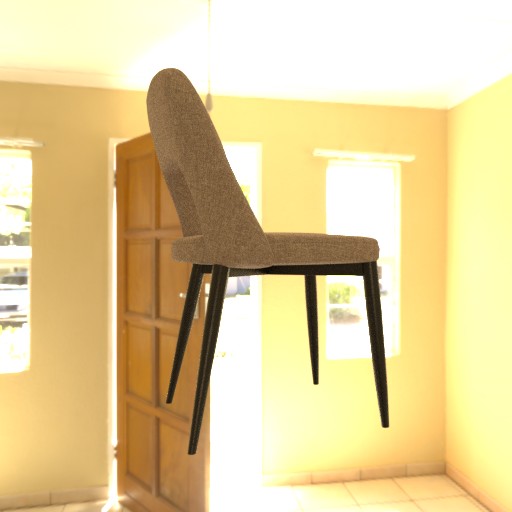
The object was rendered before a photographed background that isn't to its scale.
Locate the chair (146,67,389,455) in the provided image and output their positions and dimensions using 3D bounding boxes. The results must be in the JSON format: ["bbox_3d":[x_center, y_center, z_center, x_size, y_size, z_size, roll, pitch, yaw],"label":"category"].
[{"bbox_3d":[0.000,0.000,1.286,0.612,0.931,0.470,0,0,-19],"label":"chair"}]
